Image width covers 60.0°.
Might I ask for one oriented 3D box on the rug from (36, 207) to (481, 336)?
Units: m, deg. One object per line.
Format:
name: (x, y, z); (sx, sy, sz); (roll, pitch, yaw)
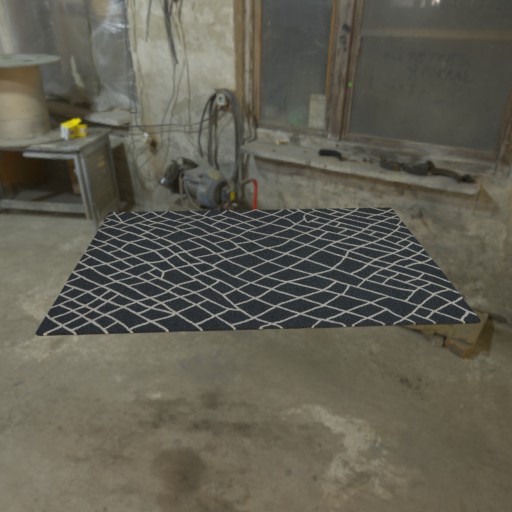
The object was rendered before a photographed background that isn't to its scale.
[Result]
rug: (0.000, 0.000, 2.337); (1.830, 0.013, 1.223); (-1, 29, -2)
